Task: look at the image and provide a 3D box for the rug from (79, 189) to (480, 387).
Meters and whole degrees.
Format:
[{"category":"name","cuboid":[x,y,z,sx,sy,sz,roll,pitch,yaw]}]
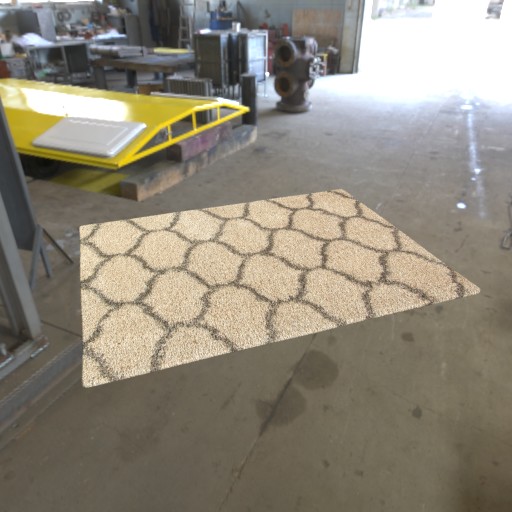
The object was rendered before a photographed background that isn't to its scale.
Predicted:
[{"category":"rug","cuboid":[0.000,0.000,2.131,1.600,0.025,1.200,-10,32,-17]}]
